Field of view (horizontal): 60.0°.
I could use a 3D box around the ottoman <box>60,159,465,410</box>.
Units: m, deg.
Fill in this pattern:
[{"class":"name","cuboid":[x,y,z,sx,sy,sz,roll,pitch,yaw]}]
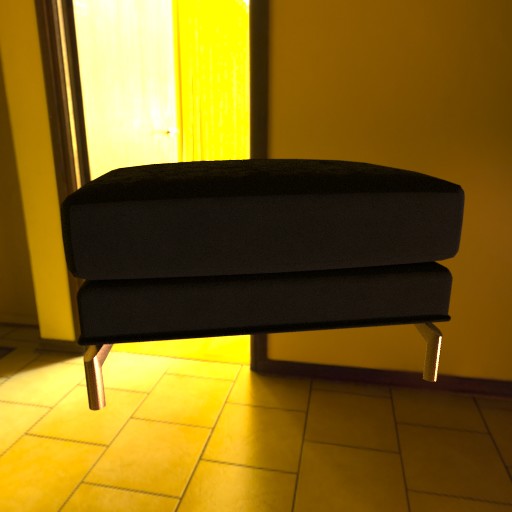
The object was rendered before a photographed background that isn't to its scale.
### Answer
[{"class":"ottoman","cuboid":[0.000,0.000,1.198,0.835,0.498,0.587,-2,16,-8]}]
